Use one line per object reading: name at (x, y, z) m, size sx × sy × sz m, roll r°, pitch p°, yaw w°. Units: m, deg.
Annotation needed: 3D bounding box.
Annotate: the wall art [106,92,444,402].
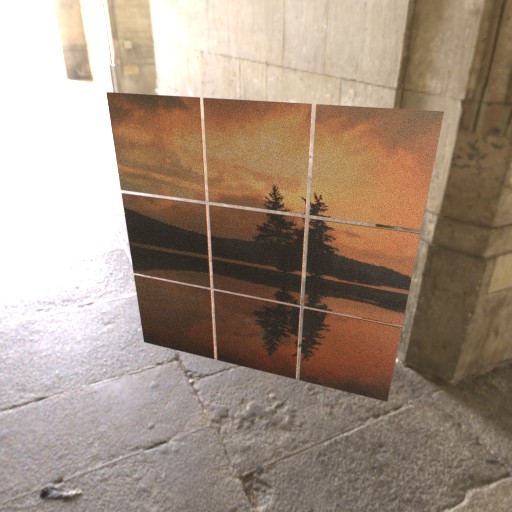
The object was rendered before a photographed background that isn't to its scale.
wall art at (0.000, 0.000, 1.819) m, size 1.216 × 1.218 × 0.013 m, roll 9°, pitch 30°, yaw 17°
